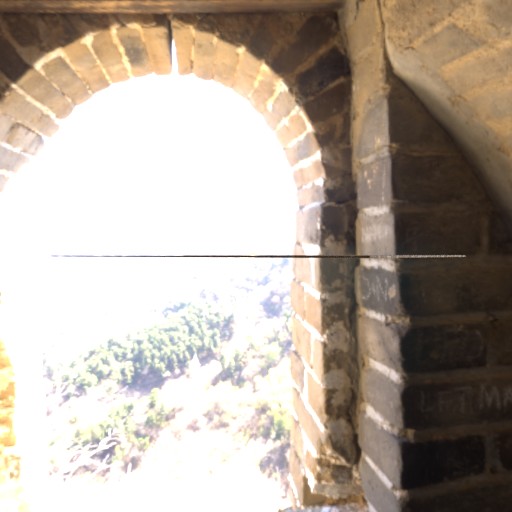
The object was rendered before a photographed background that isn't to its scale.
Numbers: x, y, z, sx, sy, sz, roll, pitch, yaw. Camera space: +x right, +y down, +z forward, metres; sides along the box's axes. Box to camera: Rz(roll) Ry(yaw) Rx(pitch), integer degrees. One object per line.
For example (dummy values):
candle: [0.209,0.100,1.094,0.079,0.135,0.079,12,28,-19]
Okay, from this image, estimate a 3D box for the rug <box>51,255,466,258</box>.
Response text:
rug: [0.000,0.000,2.791,2.134,0.010,1.524,0,0,37]
